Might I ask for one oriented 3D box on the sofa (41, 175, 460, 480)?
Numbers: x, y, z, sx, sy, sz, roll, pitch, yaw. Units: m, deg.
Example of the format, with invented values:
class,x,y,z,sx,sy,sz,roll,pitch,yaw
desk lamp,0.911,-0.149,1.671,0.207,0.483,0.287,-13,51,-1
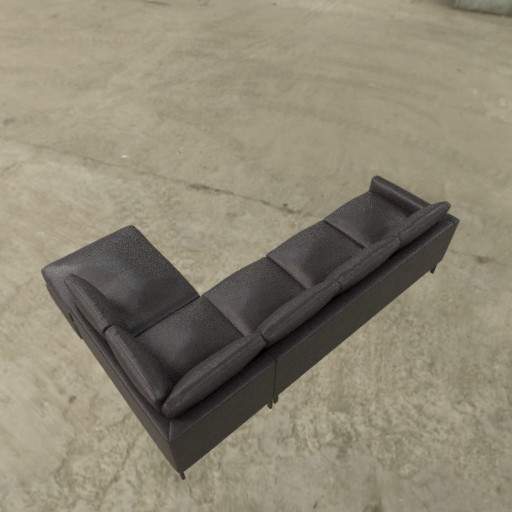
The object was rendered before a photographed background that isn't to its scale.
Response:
class,x,y,z,sx,sy,sz,roll,pitch,yaw
sofa,0.000,0.000,3.788,2.984,0.877,1.938,-31,53,-27
